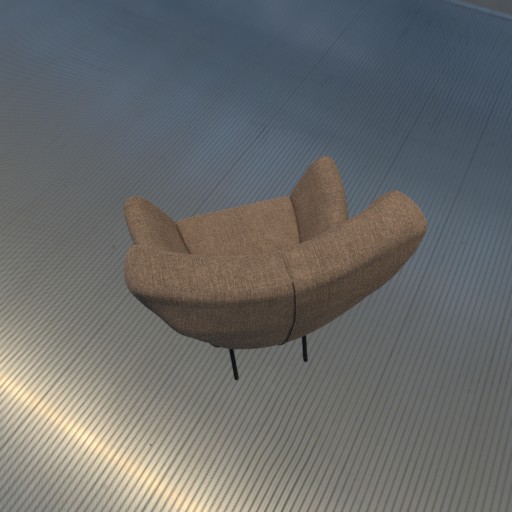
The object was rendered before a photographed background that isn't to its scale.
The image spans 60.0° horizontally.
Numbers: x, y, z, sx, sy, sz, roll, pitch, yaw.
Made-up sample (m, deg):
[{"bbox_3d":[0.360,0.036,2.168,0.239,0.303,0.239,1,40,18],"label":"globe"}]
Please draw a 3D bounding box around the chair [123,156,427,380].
[{"bbox_3d":[0.000,0.000,1.819,0.980,1.040,0.900,-14,58,-9],"label":"chair"}]
